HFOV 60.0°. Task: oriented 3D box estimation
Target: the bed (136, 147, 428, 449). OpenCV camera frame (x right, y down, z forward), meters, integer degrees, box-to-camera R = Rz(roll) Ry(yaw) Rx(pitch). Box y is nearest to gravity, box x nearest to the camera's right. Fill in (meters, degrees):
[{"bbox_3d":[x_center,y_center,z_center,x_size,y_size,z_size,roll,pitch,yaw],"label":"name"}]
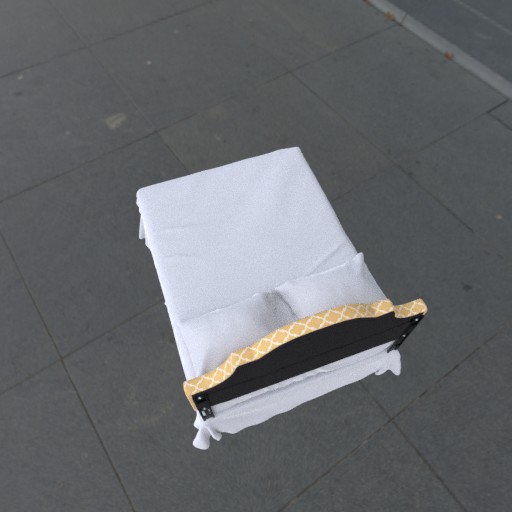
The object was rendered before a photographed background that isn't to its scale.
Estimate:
[{"bbox_3d":[0.000,0.000,3.484,1.780,1.633,2.222,-17,61,-10],"label":"bed"}]
